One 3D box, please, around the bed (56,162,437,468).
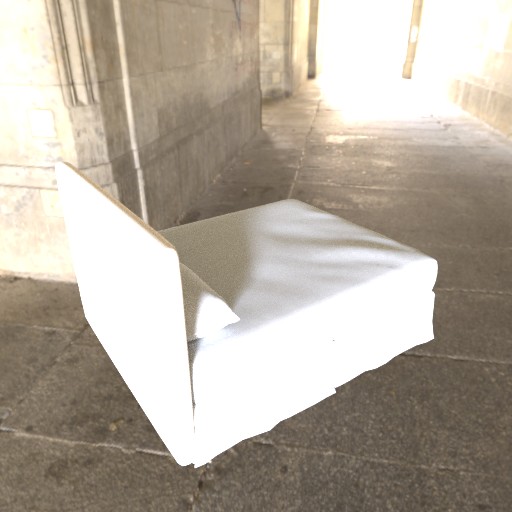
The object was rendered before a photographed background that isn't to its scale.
[{"bbox_3d":[0.000,0.000,3.172,2.142,1.330,1.748,-18,32,-31],"label":"bed"}]
